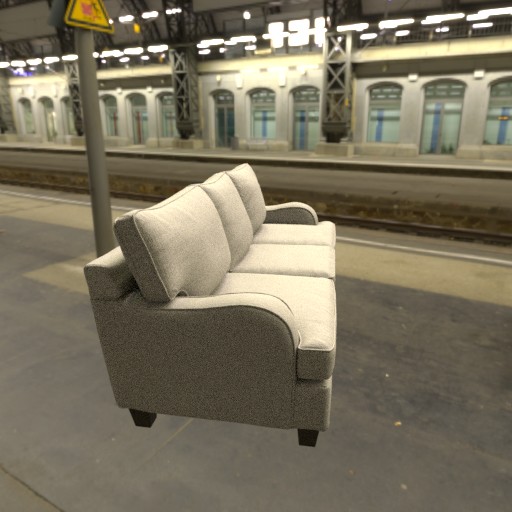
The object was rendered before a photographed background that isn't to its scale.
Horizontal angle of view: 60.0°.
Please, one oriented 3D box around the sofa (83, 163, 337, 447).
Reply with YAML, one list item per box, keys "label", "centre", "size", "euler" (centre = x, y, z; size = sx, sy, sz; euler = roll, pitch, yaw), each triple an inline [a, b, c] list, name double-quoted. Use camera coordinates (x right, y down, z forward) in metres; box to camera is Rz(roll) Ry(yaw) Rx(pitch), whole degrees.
- label: "sofa"
  centre: [0.000, 0.000, 2.831]
  size: [1.016, 0.991, 2.323]
  euler: [3, 17, 9]
